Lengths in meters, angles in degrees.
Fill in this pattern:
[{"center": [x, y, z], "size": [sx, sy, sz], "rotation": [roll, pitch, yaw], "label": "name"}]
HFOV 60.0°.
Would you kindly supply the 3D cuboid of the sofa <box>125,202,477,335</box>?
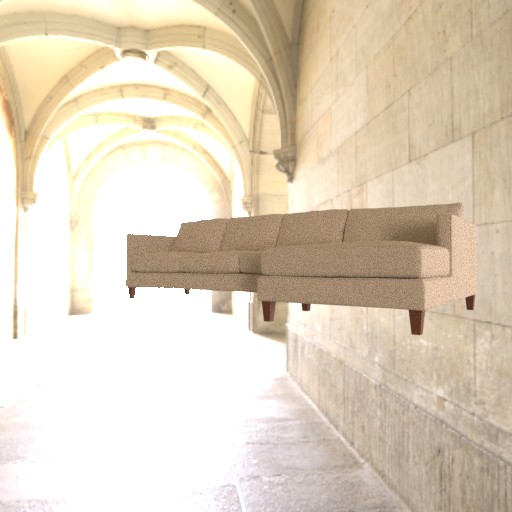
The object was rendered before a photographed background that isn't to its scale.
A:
[{"center": [0.000, 0.000, 3.782], "size": [3.186, 0.861, 1.625], "rotation": [-1, -1, 35], "label": "sofa"}]
